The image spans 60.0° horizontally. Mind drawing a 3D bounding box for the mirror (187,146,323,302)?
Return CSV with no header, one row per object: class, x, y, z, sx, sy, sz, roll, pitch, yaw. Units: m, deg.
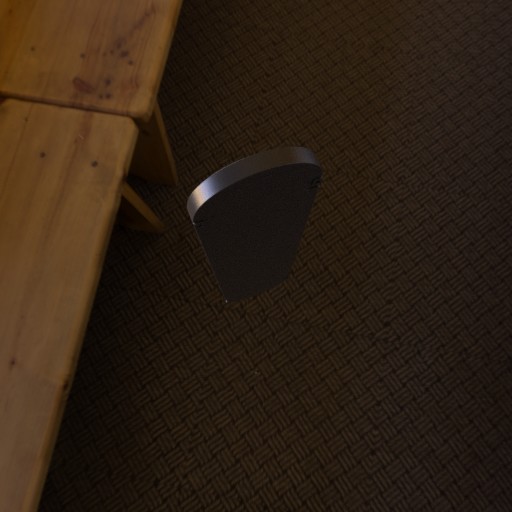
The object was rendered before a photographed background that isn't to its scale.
mirror,0.000,0.000,1.090,0.222,0.991,0.032,-21,76,-5
